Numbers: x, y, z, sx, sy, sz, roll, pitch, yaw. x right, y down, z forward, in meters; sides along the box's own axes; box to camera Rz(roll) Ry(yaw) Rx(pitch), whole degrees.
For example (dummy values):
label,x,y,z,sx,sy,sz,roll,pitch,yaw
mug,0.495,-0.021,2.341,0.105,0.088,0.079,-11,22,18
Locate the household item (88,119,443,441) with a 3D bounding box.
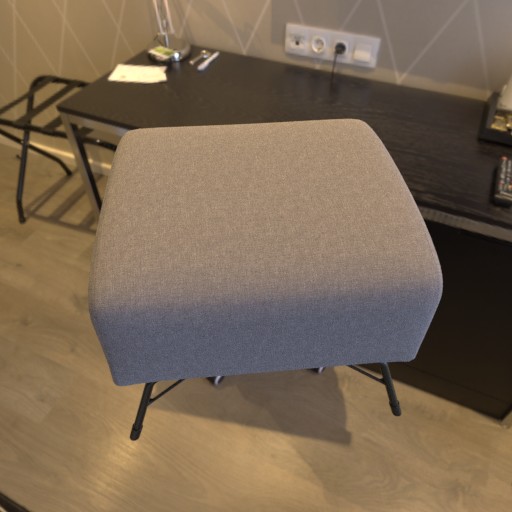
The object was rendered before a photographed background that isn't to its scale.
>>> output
label,x,y,z,sx,sy,sz,roll,pitch,yaw
household item,0.000,0.000,0.890,0.530,0.410,0.530,-4,46,-4
